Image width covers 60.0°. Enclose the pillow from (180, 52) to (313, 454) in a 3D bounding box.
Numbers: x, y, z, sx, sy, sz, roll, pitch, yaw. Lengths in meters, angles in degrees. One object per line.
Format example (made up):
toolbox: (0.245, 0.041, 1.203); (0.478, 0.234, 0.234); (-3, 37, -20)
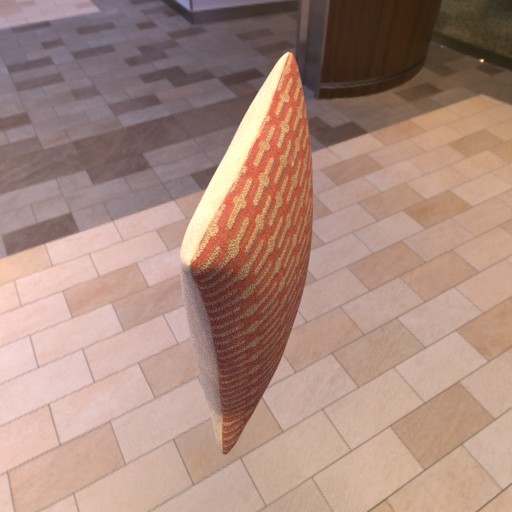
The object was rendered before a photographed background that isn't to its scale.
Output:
pillow: (0.000, 0.000, 0.771); (0.182, 0.503, 0.511); (10, 48, 9)
